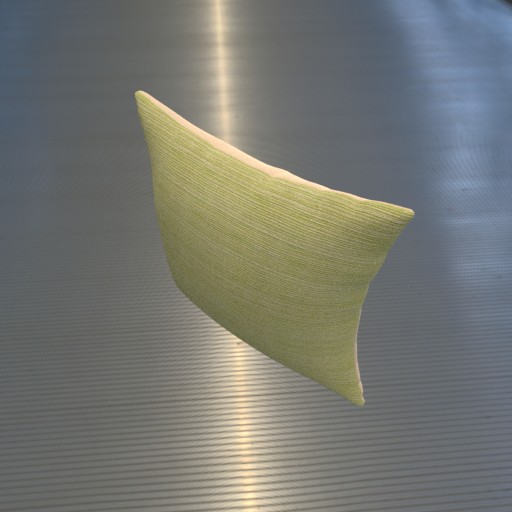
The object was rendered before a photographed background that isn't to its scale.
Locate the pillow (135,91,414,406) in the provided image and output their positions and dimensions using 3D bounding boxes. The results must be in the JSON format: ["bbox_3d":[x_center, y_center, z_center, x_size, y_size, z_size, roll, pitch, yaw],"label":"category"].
[{"bbox_3d":[0.000,0.000,0.835,0.560,0.487,0.229,31,53,27],"label":"pillow"}]
